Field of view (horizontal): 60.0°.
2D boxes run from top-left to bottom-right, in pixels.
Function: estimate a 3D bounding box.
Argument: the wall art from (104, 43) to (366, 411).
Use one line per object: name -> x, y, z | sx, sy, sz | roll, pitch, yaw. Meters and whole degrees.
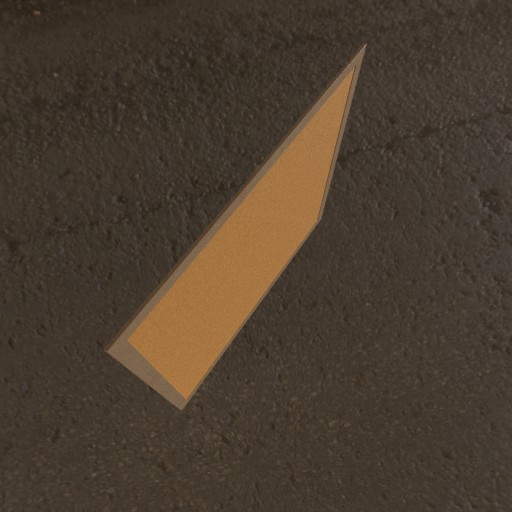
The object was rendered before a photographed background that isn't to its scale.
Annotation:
wall art -> 0.000, 0.000, 1.649 | 0.025, 1.067, 1.168 | 32, 68, 14
